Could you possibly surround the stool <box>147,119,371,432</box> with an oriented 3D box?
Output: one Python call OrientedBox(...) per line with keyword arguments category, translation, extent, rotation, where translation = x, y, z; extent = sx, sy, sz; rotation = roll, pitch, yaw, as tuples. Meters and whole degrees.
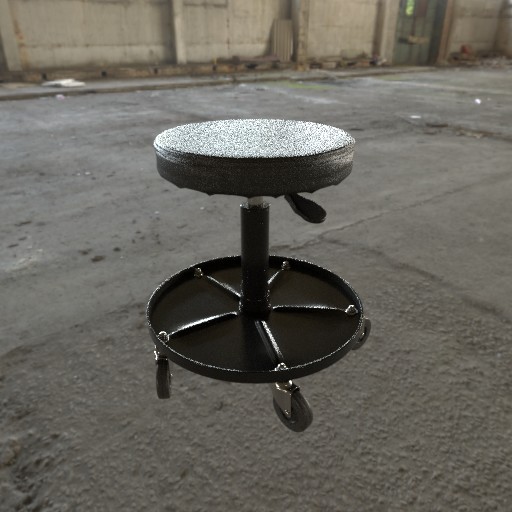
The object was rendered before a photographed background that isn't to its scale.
OrientedBox(category="stool", translation=(0.000, 0.000, 0.680), extent=(0.381, 0.365, 0.382), rotation=(-18, 31, -32))
